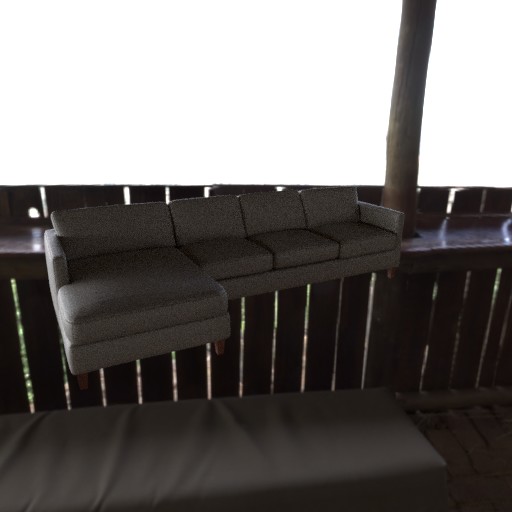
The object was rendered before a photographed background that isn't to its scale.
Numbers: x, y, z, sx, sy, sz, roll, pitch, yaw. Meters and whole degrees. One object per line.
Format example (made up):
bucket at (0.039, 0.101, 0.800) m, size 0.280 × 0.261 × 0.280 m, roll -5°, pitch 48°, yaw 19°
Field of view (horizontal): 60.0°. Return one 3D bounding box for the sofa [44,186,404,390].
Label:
sofa at (0.000, 0.000, 3.783) m, size 3.201 × 0.876 × 1.502 m, roll -9°, pitch 20°, yaw -26°
